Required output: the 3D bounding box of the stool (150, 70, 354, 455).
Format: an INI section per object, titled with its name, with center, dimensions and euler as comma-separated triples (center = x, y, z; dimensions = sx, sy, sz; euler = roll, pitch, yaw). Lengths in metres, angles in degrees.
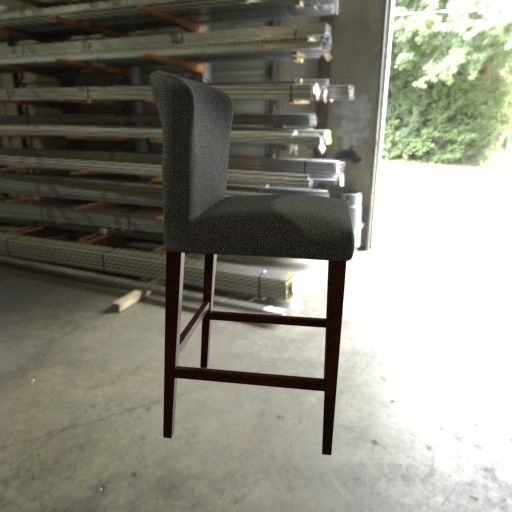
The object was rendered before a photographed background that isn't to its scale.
[stool]
center = 0.000, 0.000, 1.383
dimensions = 0.568, 1.069, 0.486
euler = 3, 17, 9
